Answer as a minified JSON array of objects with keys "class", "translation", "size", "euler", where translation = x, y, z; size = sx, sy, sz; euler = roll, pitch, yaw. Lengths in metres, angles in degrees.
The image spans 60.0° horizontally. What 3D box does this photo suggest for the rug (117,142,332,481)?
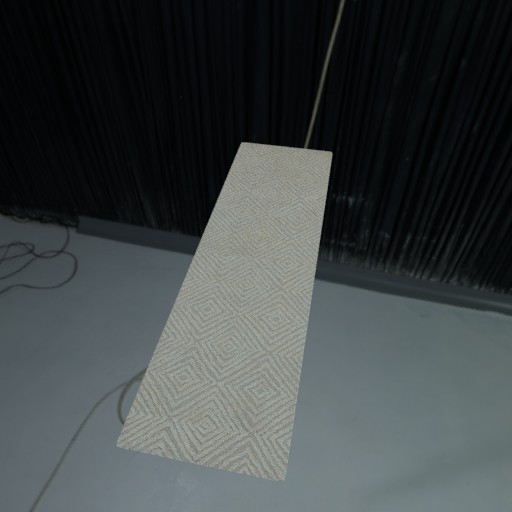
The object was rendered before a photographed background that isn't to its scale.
[{"class":"rug","translation":[0.000,0.000,2.485],"size":[0.676,0.008,2.277],"euler":[8,46,8]}]
